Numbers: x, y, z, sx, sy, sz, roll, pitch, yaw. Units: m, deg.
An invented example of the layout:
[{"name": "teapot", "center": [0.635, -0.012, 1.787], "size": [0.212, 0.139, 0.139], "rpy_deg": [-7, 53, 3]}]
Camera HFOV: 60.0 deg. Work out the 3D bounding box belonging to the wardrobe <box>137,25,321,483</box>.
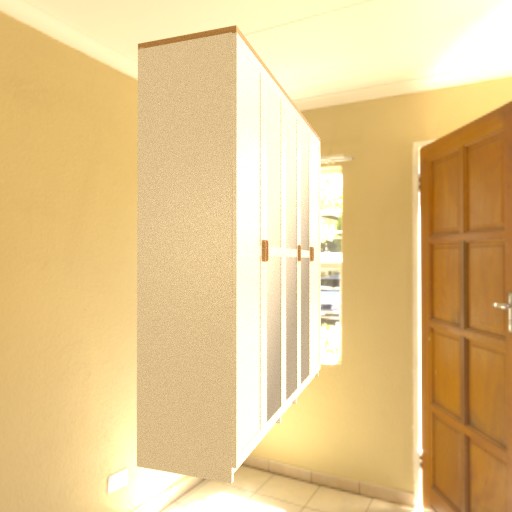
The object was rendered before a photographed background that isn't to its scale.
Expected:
[{"name": "wardrobe", "center": [0.000, 0.000, 3.291], "size": [0.590, 2.260, 2.160], "rpy_deg": [0, -1, 19]}]
